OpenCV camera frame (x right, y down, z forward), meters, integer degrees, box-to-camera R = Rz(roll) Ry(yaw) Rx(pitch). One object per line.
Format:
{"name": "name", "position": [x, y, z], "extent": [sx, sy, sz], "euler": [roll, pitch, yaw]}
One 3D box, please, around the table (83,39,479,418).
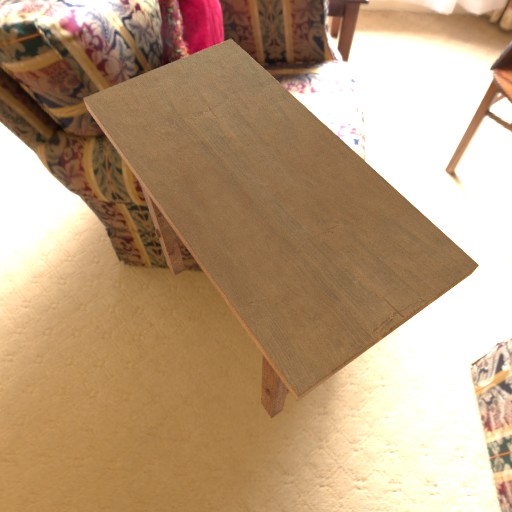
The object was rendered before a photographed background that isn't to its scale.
{"name": "table", "position": [0.000, 0.000, 1.629], "extent": [0.556, 0.914, 1.119], "euler": [-30, 63, -17]}
